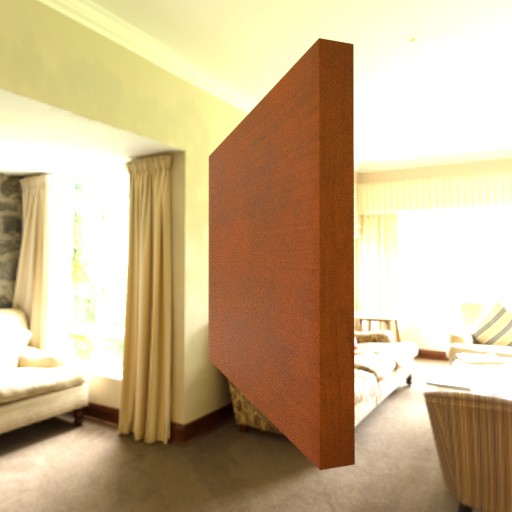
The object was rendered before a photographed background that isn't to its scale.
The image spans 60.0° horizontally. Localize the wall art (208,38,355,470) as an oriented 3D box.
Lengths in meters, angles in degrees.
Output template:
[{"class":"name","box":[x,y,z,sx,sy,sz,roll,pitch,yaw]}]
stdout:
[{"class":"wall art","box":[0.000,0.000,0.531,0.030,0.328,0.401,0,-1,-18]}]
